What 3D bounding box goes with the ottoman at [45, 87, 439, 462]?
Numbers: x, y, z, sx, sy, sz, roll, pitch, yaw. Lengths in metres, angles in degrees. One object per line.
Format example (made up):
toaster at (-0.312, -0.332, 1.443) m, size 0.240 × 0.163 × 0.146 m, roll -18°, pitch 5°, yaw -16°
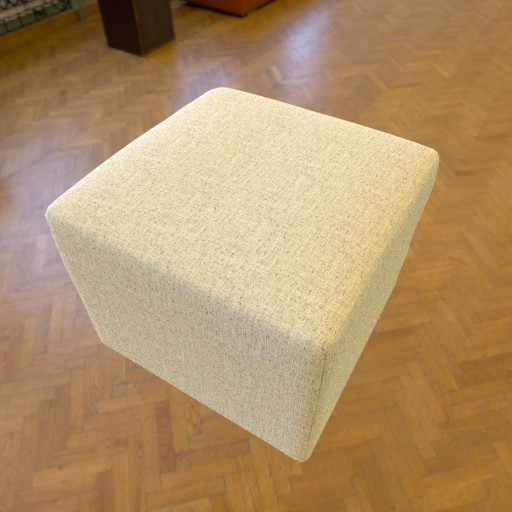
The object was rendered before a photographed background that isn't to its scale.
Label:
ottoman at (0.000, 0.000, 0.905) m, size 0.521 × 0.453 × 0.512 m, roll 24°, pitch 52°, yaw 20°
